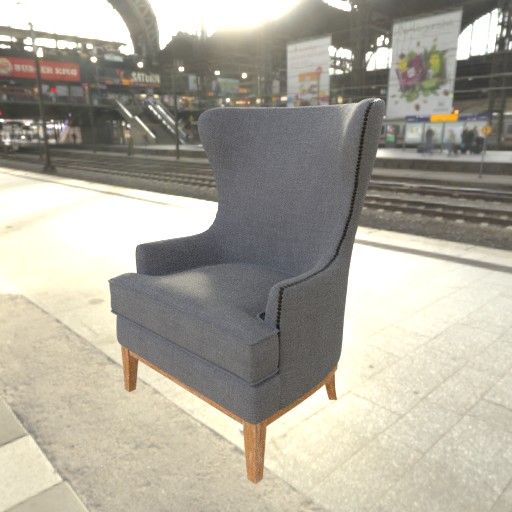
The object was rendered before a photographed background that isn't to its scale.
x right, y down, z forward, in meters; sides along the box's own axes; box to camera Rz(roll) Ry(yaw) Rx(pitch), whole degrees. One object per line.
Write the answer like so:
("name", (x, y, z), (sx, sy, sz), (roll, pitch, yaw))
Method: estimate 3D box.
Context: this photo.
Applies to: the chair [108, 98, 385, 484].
("chair", (0.000, 0.000, 1.775), (0.864, 1.176, 0.883), (14, 21, 42))
